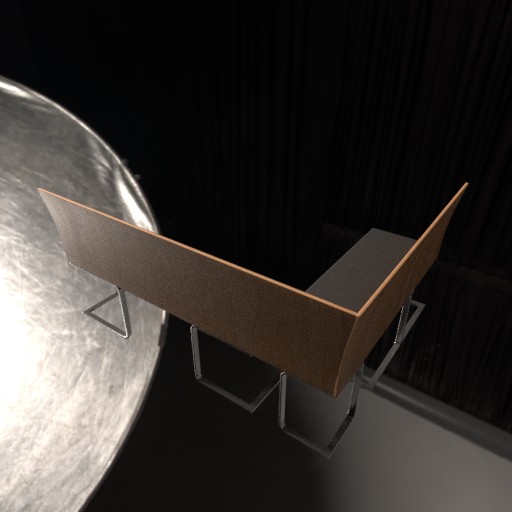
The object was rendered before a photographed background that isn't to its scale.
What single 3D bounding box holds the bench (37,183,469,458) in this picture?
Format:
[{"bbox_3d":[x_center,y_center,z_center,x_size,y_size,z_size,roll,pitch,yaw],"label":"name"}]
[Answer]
[{"bbox_3d":[0.000,0.000,2.755,1.945,0.930,1.495,20,37,30],"label":"bench"}]
